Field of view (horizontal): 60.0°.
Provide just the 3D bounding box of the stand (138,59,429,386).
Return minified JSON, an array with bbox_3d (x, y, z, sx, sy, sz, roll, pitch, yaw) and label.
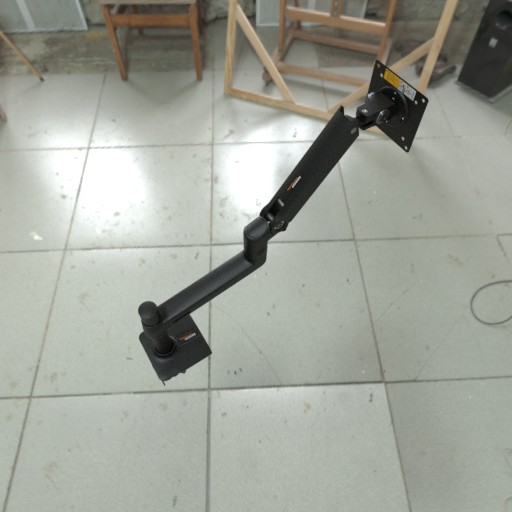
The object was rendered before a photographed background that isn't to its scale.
[{"bbox_3d":[0.000,0.000,1.046,0.650,0.713,0.152,-28,61,-17],"label":"stand"}]
